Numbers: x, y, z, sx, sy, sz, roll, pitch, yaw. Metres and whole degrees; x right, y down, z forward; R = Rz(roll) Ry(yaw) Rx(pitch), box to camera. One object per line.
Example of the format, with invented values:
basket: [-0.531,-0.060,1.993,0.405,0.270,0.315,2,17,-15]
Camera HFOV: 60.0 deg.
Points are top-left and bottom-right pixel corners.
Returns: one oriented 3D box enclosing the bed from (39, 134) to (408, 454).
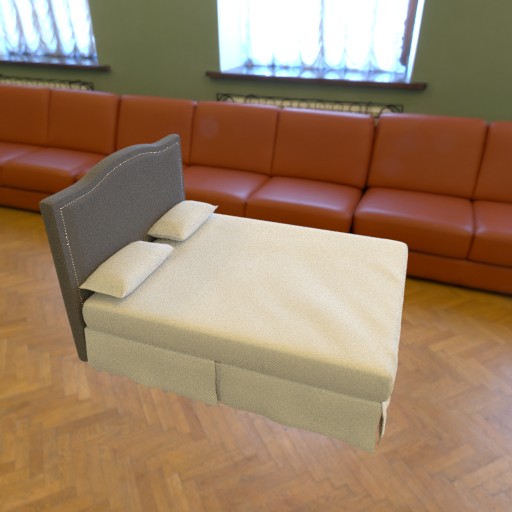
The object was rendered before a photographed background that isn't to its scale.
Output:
bed: [0.000,0.000,3.429,2.282,1.436,1.821,10,32,17]
